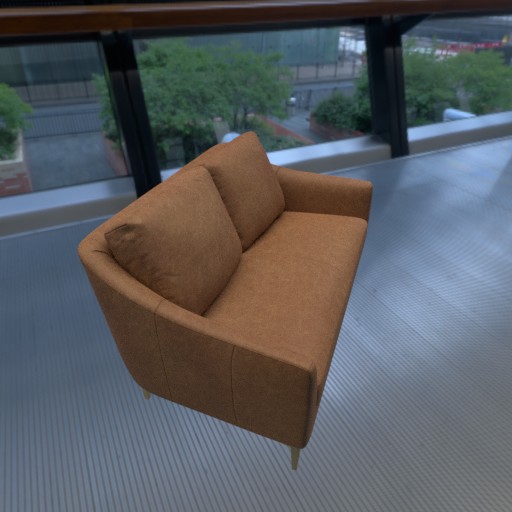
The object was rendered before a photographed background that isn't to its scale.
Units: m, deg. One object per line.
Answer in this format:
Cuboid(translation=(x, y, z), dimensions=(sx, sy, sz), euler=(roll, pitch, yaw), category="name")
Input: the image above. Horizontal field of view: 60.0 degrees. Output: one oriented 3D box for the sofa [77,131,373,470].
Cuboid(translation=(0.000, 0.000, 2.208), dimensions=(0.960, 0.902, 1.619), euler=(10, 32, 16), category="sofa")
